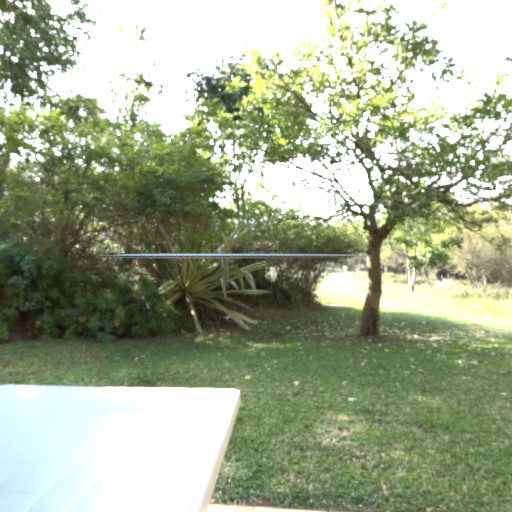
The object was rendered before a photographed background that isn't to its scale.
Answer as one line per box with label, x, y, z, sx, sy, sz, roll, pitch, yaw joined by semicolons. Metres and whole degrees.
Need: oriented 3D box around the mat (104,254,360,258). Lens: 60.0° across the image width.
mat;0.000;0.000;1.838;0.913;0.013;1.524;0;0;0
